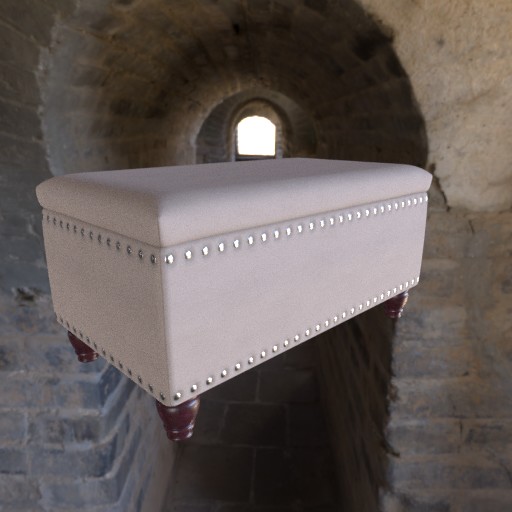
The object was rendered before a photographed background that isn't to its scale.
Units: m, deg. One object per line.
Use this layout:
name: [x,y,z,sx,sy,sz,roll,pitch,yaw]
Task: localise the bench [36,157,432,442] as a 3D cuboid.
bench: [0.000,0.000,1.156,0.887,0.449,0.500,-15,22,-42]
